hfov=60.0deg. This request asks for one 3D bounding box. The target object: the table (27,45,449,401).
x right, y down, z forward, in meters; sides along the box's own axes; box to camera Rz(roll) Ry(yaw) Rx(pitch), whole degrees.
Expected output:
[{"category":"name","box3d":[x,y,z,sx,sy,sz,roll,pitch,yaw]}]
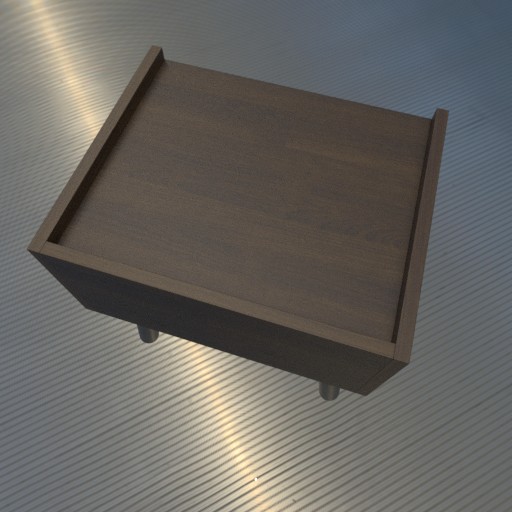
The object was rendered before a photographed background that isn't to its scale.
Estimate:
[{"category":"table","box3d":[0.000,0.000,0.780,0.450,0.470,0.370,16,64,8]}]
